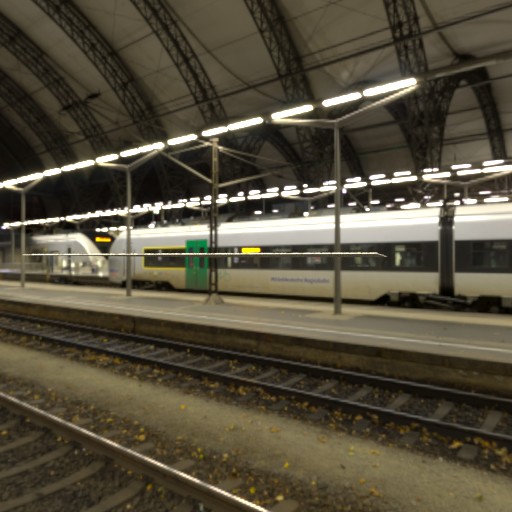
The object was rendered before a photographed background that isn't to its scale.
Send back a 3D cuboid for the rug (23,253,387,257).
[{"bbox_3d":[0.000,0.000,2.142,1.190,0.003,1.634,0,0,17],"label":"rug"}]
